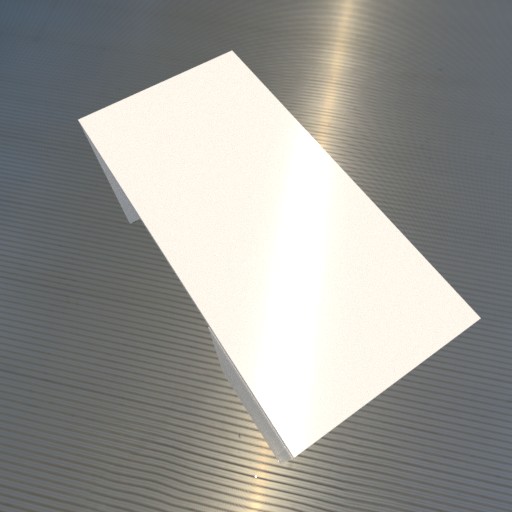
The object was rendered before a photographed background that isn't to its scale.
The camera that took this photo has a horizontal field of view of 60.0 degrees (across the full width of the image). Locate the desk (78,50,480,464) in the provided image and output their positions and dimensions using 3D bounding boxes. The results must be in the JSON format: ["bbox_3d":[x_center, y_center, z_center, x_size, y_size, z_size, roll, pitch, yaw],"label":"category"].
[{"bbox_3d":[0.000,0.000,1.835,0.690,0.740,1.400,-31,67,-14],"label":"desk"}]
